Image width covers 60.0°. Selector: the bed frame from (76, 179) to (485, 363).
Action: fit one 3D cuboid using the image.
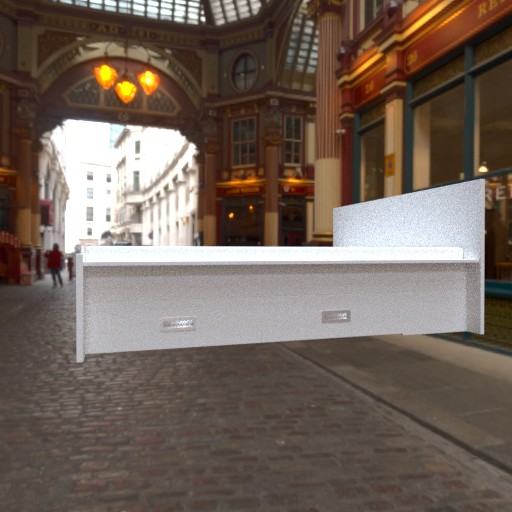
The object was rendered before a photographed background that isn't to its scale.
[{"bbox_3d":[0.000,0.000,2.764,1.960,0.800,1.622,0,1,-18],"label":"bed frame"}]
